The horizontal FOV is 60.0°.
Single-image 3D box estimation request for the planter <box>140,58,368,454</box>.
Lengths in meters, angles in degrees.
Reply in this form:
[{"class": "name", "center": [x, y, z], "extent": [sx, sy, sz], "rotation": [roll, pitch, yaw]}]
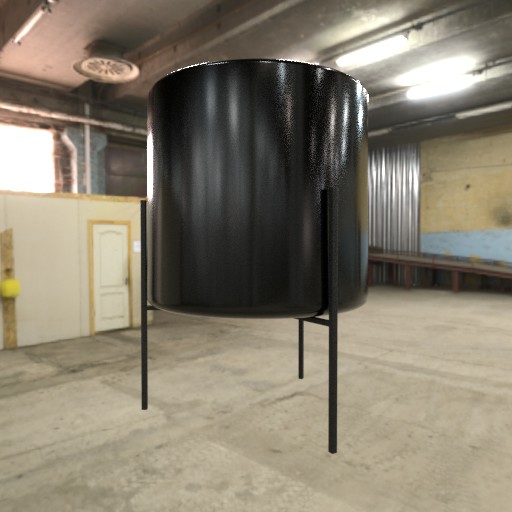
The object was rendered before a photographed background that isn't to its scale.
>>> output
[{"class": "planter", "center": [0.000, 0.000, 0.621], "extent": [0.310, 0.432, 0.310], "rotation": [0, 1, -16]}]
